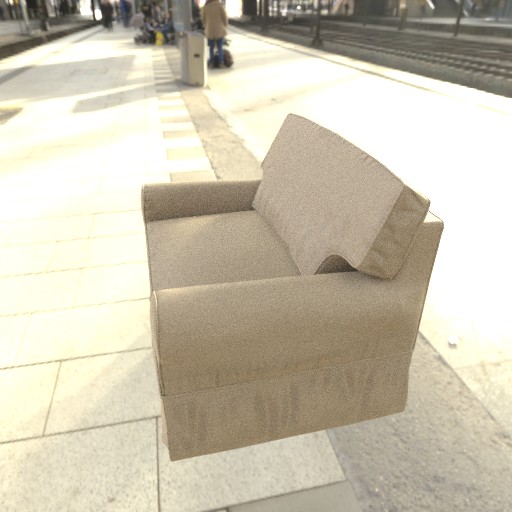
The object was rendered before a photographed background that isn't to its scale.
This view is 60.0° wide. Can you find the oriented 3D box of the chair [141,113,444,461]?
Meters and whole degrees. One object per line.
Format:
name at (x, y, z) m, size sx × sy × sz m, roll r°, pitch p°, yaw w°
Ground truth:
chair at (0.000, 0.000, 1.767) m, size 0.903 × 0.937 × 1.096 m, roll -7°, pitch 30°, yaw -13°
